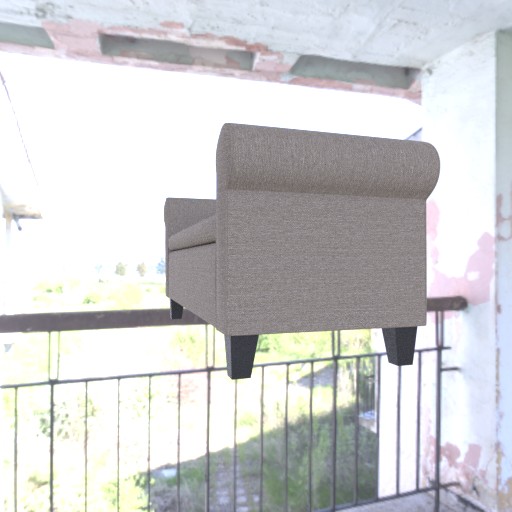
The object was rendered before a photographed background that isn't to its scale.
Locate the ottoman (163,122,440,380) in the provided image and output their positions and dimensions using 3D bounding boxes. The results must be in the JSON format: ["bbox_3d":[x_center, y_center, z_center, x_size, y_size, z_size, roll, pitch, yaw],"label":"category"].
[{"bbox_3d":[0.000,0.000,1.546,0.521,0.547,1.256,0,-1,-18],"label":"ottoman"}]
